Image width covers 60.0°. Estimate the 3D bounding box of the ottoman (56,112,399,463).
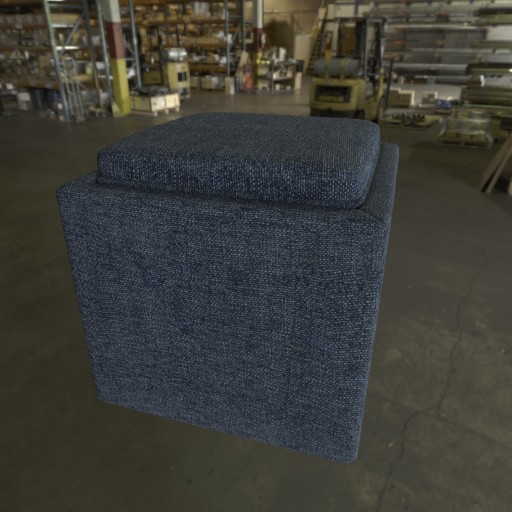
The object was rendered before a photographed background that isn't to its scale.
[{"bbox_3d":[0.000,0.000,0.810,0.450,0.460,0.450,8,27,16],"label":"ottoman"}]
